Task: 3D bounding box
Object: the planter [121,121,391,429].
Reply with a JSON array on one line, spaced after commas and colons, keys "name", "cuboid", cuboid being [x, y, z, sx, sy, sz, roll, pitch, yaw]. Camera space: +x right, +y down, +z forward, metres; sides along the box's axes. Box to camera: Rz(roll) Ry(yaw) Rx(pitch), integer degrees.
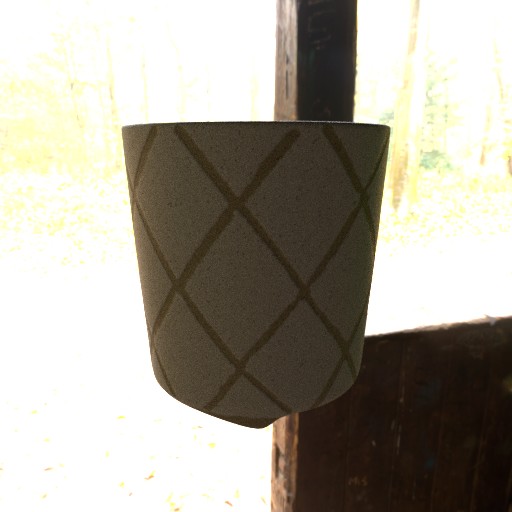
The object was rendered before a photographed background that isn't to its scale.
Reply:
[{"name": "planter", "cuboid": [0.000, 0.000, 0.419, 0.228, 0.235, 0.228, 0, 14, 0]}]
